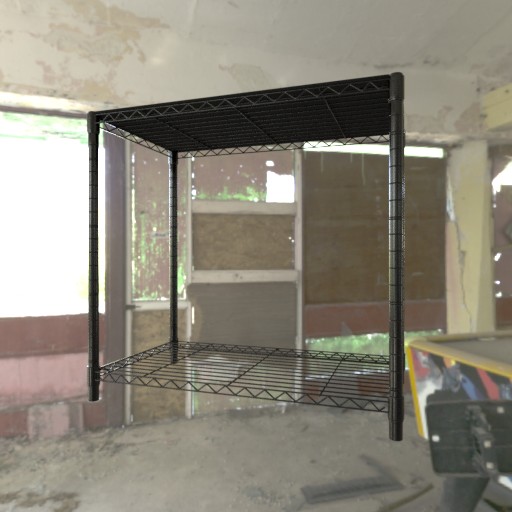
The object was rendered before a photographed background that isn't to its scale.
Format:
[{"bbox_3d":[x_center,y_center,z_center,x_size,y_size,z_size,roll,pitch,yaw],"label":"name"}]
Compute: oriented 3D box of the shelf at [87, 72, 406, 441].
[{"bbox_3d":[0.000,0.000,0.925,0.589,0.564,0.338,0,0,19],"label":"shelf"}]
